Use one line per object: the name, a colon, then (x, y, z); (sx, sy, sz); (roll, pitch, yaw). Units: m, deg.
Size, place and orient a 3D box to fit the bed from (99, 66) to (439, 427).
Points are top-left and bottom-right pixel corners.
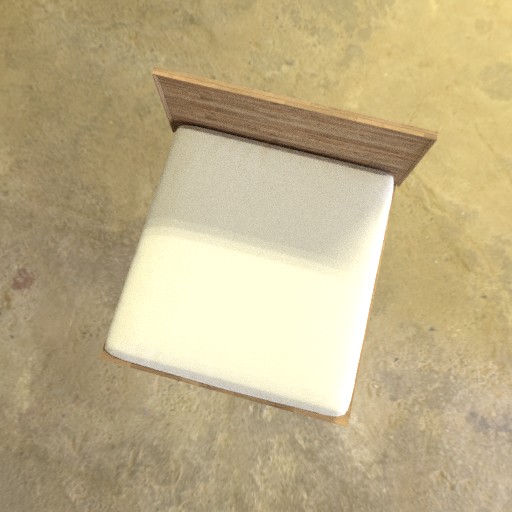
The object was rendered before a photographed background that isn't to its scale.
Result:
bed: (0.000, 0.000, 3.495); (2.116, 1.100, 2.167); (14, 77, 3)
